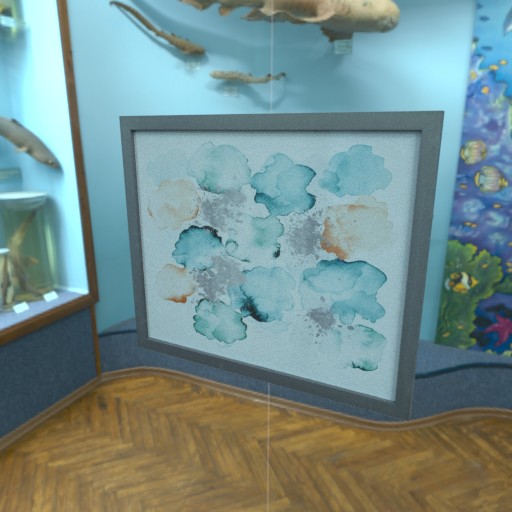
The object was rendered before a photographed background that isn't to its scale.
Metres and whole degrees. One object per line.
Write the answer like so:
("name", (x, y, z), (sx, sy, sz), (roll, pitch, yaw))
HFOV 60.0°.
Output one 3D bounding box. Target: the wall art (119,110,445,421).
("wall art", (0.000, 0.000, 0.914), (0.660, 0.558, 0.026), (8, 18, 26))
